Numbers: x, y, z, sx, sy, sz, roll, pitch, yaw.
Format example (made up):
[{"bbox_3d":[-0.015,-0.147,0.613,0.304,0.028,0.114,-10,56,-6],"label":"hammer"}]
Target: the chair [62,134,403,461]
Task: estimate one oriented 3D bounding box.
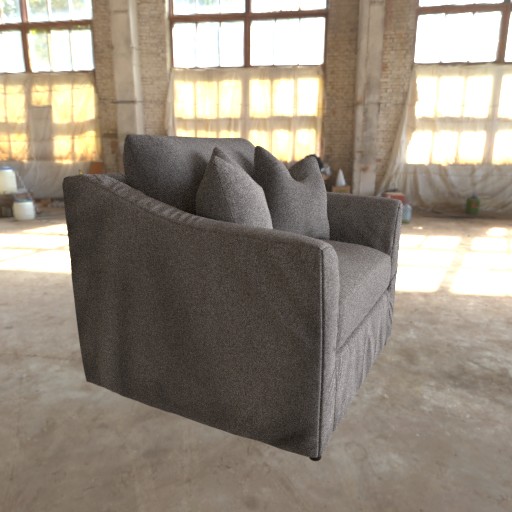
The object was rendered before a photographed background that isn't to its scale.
[{"bbox_3d":[0.000,0.000,2.009,1.071,1.059,1.194,7,16,27],"label":"chair"}]
